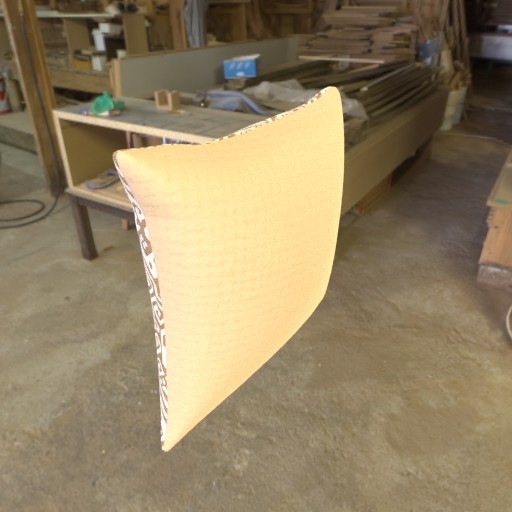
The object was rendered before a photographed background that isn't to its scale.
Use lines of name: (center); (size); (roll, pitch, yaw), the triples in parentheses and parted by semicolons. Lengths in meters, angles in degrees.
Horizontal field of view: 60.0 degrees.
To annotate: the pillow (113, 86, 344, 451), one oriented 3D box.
pillow: (0.000, 0.000, 0.634); (0.173, 0.407, 0.419); (21, 36, 31)
